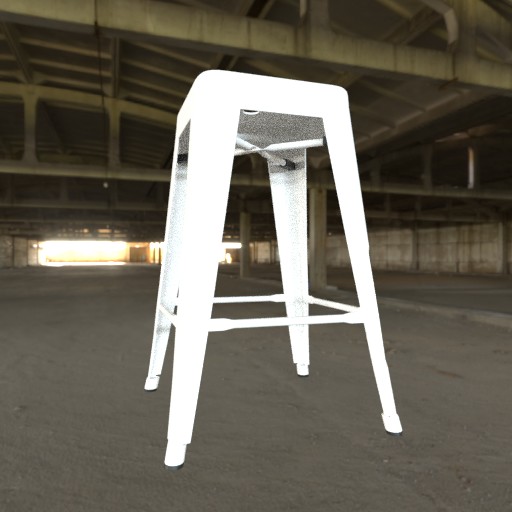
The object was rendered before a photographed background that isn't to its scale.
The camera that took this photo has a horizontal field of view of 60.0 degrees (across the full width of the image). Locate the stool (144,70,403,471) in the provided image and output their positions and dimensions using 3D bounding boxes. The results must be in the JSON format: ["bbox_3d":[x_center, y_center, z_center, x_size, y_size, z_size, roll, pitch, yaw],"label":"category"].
[{"bbox_3d":[0.000,0.000,0.883,0.406,0.610,0.406,0,0,-18],"label":"stool"}]
